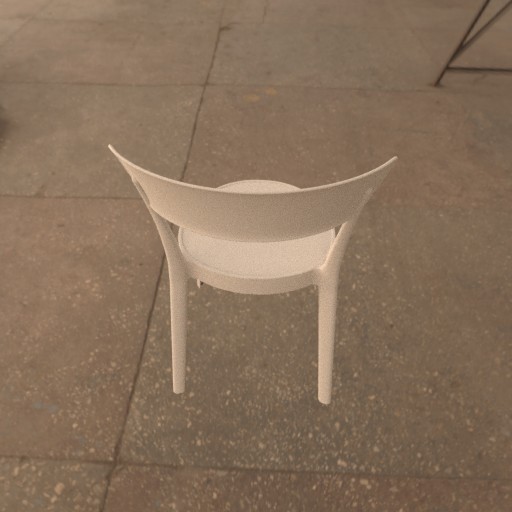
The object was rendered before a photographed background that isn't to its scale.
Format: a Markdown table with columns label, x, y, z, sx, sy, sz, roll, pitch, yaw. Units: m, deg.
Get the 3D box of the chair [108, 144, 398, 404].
| label | x | y | z | sx | sy | sz | roll | pitch | yaw |
| --- | --- | --- | --- | --- | --- | --- | --- | --- | --- |
| chair | 0.000 | 0.000 | 1.128 | 0.506 | 0.790 | 0.491 | 3 | 46 | 3 |
